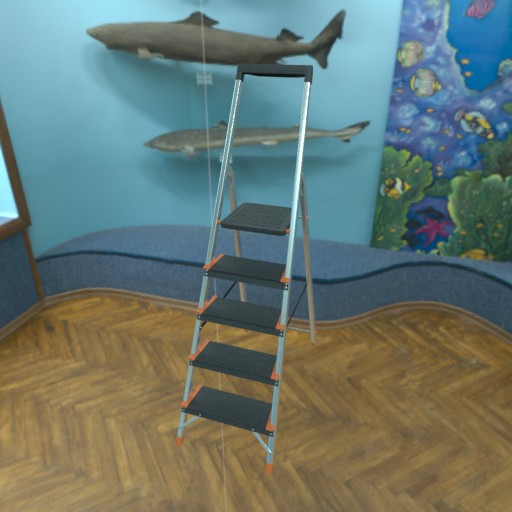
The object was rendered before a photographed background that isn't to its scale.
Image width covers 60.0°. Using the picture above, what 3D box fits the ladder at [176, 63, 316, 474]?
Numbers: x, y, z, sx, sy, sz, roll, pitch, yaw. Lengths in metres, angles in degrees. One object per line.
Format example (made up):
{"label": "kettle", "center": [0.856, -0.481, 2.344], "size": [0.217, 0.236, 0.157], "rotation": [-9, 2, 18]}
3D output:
{"label": "ladder", "center": [0.000, 0.000, 2.106], "size": [0.480, 1.646, 0.995], "rotation": [9, 28, 17]}
